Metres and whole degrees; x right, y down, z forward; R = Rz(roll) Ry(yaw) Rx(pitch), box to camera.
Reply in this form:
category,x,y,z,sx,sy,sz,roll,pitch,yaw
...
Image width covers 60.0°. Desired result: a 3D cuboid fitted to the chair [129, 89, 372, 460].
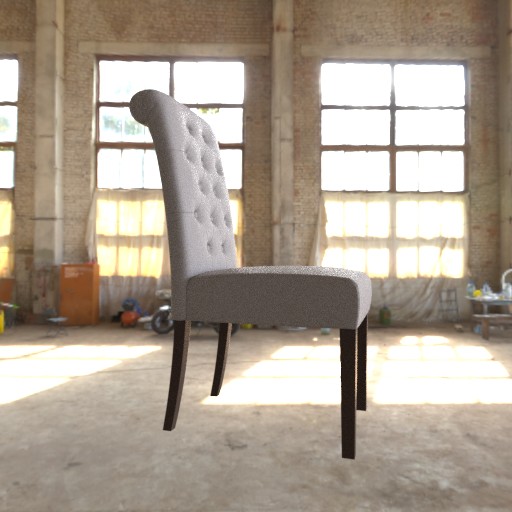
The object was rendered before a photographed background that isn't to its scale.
category,x,y,z,sx,sy,sz,roll,pitch,yaw
chair,0.000,0.000,1.383,0.671,1.006,0.456,0,-1,18
